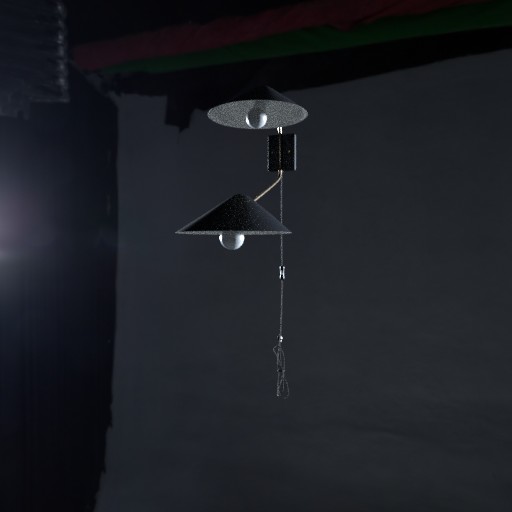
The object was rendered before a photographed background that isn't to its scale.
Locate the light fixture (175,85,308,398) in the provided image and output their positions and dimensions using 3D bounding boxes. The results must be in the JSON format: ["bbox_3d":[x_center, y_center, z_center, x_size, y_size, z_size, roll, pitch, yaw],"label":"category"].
[{"bbox_3d":[0.000,0.000,0.837,0.189,0.665,0.422,0,1,18],"label":"light fixture"}]
